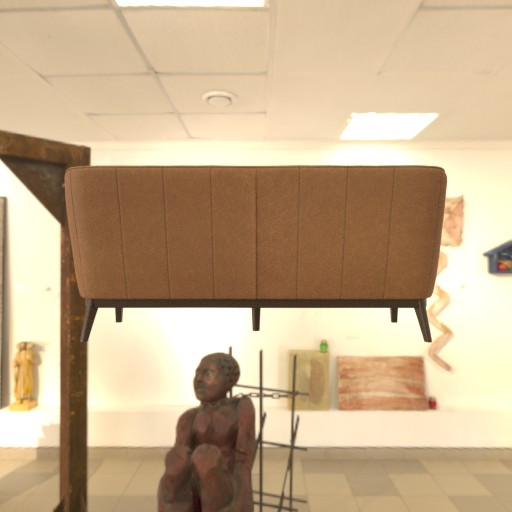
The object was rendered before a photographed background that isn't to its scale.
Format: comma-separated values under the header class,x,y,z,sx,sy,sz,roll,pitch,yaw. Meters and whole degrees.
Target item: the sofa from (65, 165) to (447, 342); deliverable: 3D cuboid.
class,x,y,z,sx,sy,sz,roll,pitch,yaw
sofa,0.000,0.000,2.426,1.928,0.830,0.869,0,0,0
